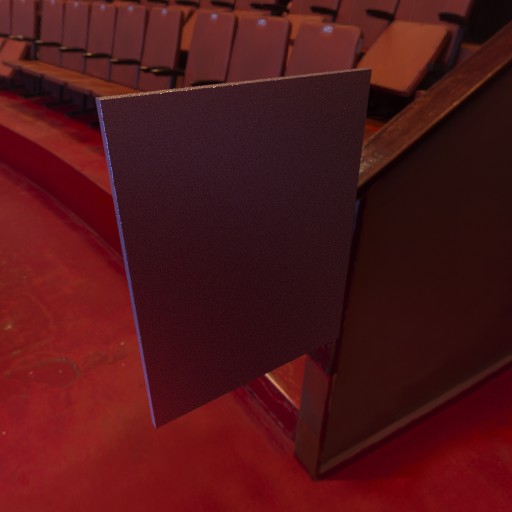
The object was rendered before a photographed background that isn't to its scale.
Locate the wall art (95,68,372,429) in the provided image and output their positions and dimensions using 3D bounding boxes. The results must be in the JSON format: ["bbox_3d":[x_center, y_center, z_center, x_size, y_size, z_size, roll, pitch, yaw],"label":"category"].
[{"bbox_3d":[0.000,0.000,1.408,0.816,1.046,0.030,-19,35,-29],"label":"wall art"}]
